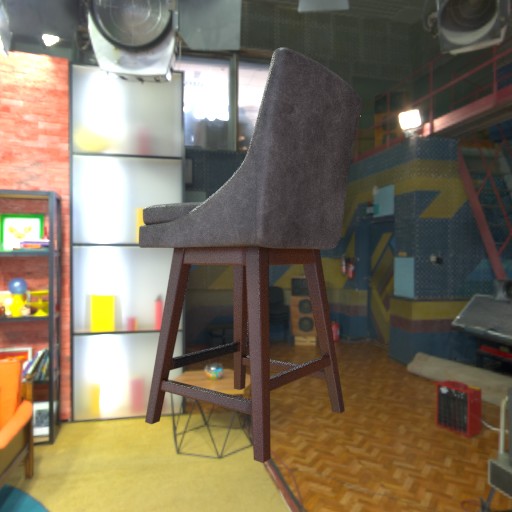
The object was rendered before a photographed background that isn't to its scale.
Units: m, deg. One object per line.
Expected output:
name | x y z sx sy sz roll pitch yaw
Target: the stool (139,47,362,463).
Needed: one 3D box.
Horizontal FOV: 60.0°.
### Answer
stool | 0.000 0.000 1.429 0.587 1.046 0.492 0 0 37
